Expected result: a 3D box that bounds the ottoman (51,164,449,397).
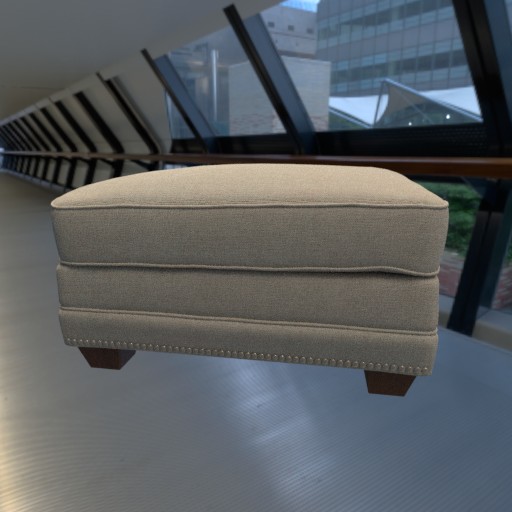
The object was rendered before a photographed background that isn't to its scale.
[{"bbox_3d":[0.000,0.000,1.134,0.813,0.458,0.559,3,15,10],"label":"ottoman"}]
